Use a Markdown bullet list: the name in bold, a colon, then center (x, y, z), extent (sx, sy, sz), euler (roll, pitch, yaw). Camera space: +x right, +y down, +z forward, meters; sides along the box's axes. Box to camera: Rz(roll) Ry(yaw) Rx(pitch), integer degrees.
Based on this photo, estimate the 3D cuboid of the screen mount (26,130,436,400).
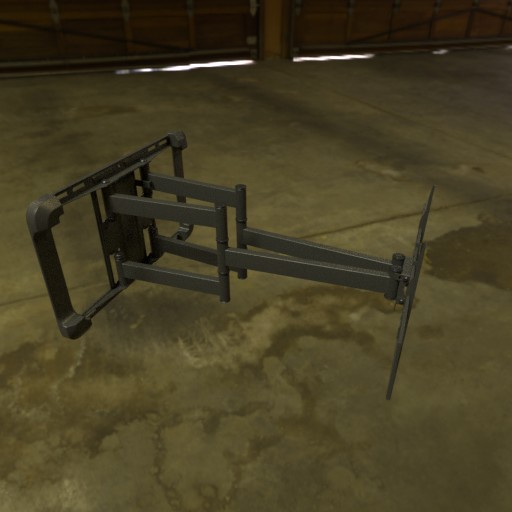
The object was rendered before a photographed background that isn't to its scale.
- **screen mount**: center (0.000, 0.000, 1.318), extent (0.905, 0.483, 0.725), euler (12, 34, 18)
